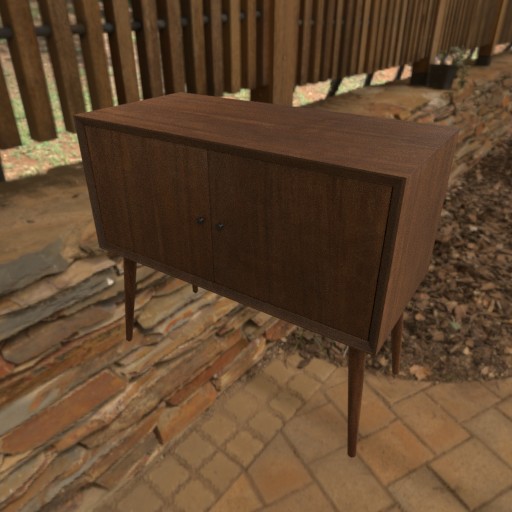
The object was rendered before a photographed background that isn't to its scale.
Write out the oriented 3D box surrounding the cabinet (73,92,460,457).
[{"bbox_3d":[0.000,0.000,1.096,0.743,0.654,0.354,18,34,29],"label":"cabinet"}]
